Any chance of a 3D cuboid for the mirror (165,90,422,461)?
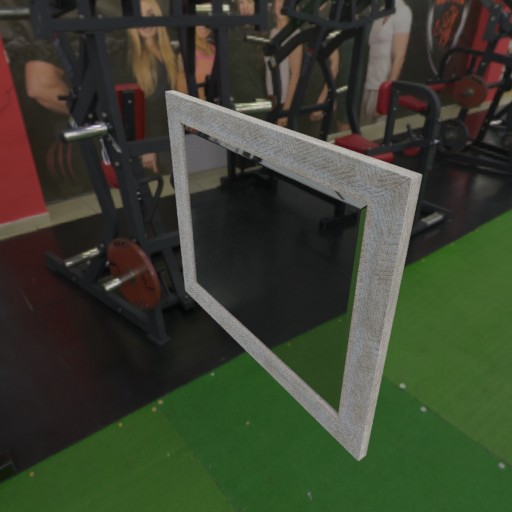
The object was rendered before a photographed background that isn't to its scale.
[{"bbox_3d":[0.000,0.000,1.141,0.028,0.689,0.839,-20,36,-30],"label":"mirror"}]
